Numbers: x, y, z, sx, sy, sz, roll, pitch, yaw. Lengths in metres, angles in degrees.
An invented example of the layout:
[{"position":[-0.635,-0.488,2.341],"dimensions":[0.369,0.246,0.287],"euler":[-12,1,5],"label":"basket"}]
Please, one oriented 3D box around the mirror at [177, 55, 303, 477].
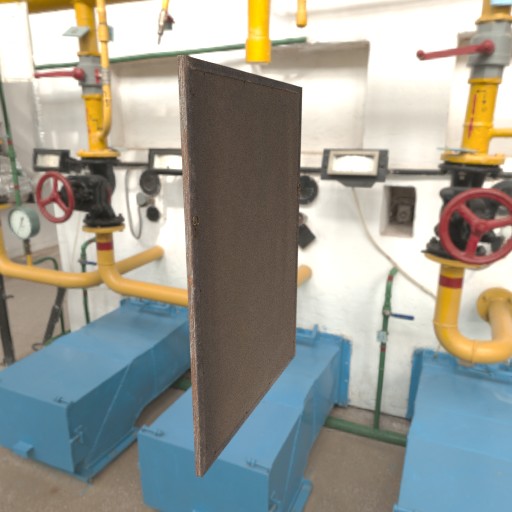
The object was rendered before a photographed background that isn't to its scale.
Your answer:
[{"position":[0.000,0.000,1.310],"dimensions":[0.025,0.996,0.705],"euler":[7,17,24],"label":"mirror"}]
